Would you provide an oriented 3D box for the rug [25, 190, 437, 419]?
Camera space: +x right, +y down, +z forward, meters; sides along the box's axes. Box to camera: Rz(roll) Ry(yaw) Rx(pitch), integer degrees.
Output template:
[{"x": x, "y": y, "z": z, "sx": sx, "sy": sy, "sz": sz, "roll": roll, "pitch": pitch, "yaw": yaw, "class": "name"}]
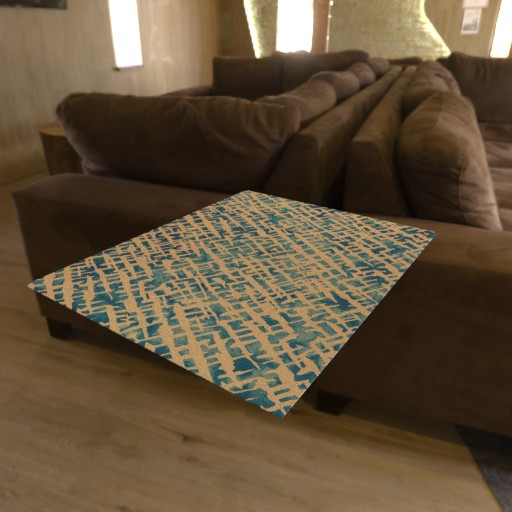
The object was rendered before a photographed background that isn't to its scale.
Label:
[{"x": 0.000, "y": 0.000, "z": 4.040, "sx": 2.435, "sy": 0.007, "sz": 3.007, "roll": 17, "pitch": 31, "yaw": 31, "class": "rug"}]
